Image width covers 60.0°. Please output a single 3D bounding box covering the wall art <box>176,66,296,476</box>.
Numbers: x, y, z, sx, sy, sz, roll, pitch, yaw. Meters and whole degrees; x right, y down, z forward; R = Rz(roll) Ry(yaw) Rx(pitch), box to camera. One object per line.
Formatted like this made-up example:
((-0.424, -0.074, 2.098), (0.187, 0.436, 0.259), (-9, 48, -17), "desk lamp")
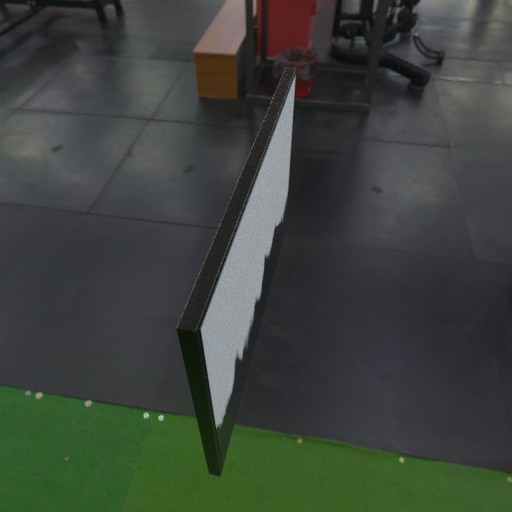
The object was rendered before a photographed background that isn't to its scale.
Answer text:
((0.000, 0.000, 0.843), (0.022, 0.446, 0.659), (9, 47, 9), "wall art")
